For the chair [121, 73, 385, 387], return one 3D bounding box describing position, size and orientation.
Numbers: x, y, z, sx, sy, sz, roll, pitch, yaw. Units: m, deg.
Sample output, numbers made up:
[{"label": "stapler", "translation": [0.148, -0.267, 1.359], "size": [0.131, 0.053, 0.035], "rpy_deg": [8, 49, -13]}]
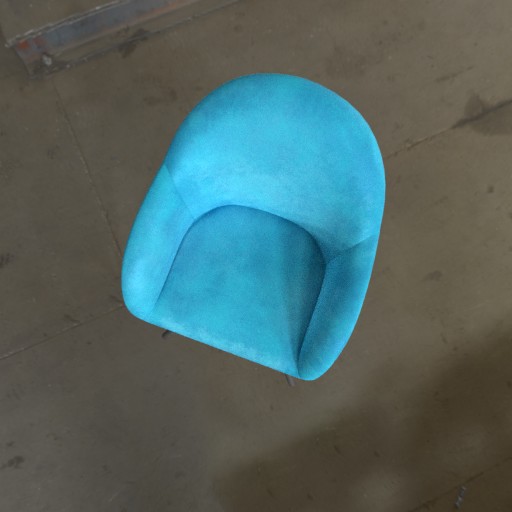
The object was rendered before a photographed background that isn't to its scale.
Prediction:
[{"label": "chair", "translation": [0.000, 0.000, 1.208], "size": [0.550, 0.795, 0.590], "rpy_deg": [19, 77, 5]}]
